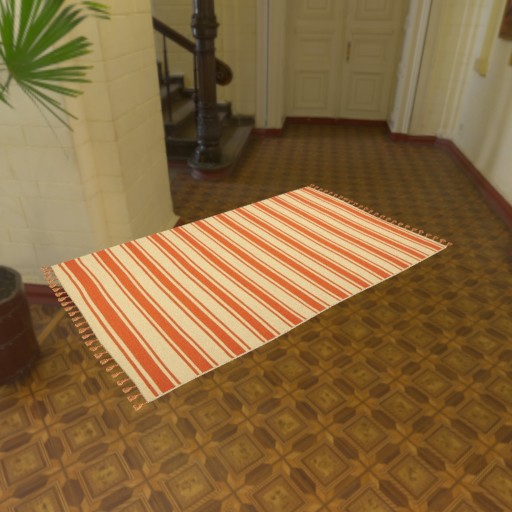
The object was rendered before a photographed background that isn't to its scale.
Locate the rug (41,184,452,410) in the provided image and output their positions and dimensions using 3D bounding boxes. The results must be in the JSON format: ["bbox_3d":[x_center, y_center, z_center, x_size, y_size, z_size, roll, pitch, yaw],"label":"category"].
[{"bbox_3d":[0.000,0.000,2.577,2.092,0.017,1.232,-21,37,-31],"label":"rug"}]
